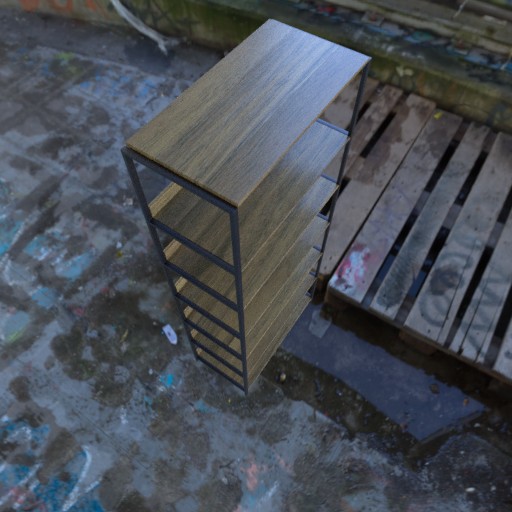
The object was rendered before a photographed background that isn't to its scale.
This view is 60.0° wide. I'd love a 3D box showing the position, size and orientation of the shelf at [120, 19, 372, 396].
[{"bbox_3d":[0.000,0.000,2.323,0.431,2.015,0.847,30,63,17],"label":"shelf"}]
